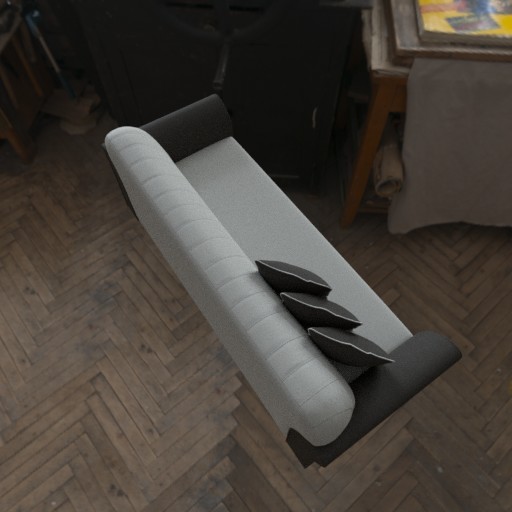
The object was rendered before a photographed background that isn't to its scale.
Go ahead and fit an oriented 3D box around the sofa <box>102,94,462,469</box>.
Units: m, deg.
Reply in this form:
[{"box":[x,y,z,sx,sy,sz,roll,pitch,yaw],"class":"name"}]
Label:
[{"box":[0.000,0.000,2.352,0.755,0.787,2.001,-30,64,-17],"class":"sofa"}]
